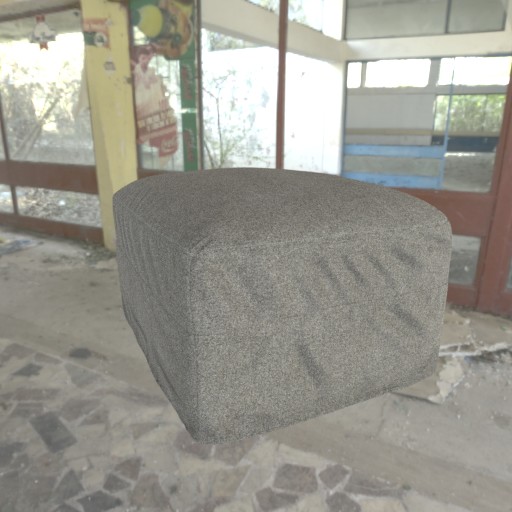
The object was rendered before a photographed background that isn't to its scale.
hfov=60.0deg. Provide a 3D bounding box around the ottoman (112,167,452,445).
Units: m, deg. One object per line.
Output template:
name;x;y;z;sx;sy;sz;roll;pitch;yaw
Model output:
ottoman;0.000;0.000;1.258;0.683;0.481;0.837;-8;19;-25
